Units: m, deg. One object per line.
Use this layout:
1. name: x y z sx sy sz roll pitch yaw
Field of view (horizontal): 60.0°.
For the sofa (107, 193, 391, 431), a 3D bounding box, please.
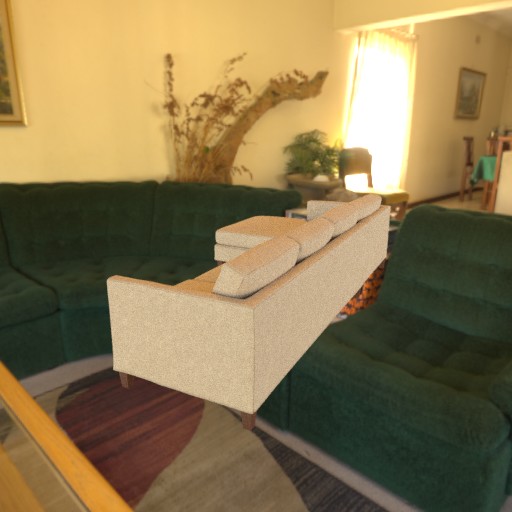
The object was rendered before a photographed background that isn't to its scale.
1. sofa: 0.000 0.000 3.807 1.625 0.846 3.186 8 18 26
